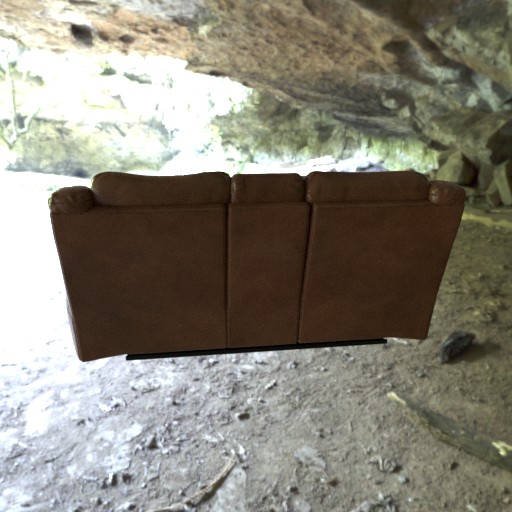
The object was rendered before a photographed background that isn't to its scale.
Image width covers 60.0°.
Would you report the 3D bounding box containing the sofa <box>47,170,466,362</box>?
[{"bbox_3d":[0.000,0.000,2.578,2.058,1.043,0.991,-2,15,-8],"label":"sofa"}]
